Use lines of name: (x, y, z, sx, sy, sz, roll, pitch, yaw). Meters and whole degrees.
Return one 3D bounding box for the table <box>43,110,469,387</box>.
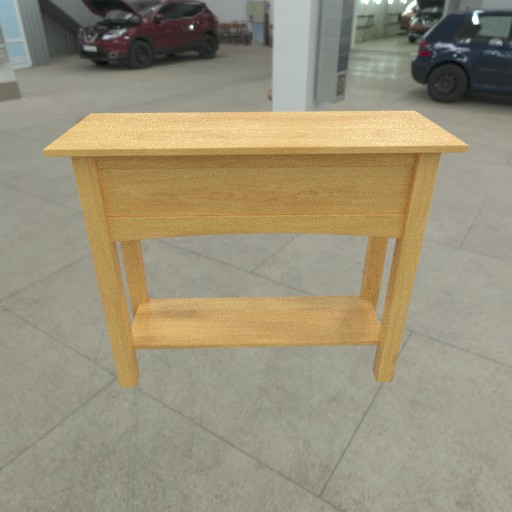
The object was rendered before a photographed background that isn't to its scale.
table: (0.000, 0.000, 1.263, 0.900, 0.728, 0.340, -1, 30, -1)
